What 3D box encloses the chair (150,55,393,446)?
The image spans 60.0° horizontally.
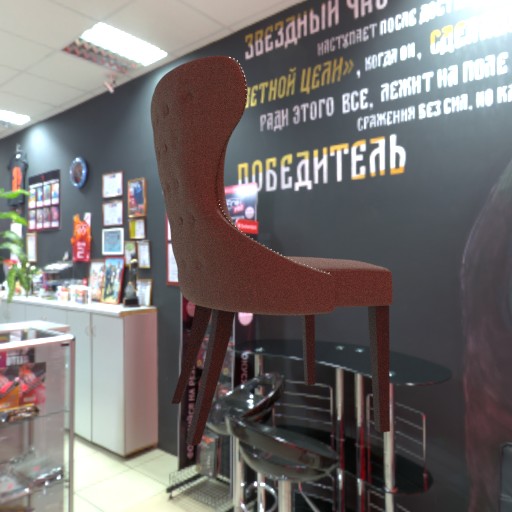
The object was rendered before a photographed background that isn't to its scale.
[{"bbox_3d":[0.000,0.000,1.373,0.635,0.967,0.628,0,-1,-17],"label":"chair"}]
